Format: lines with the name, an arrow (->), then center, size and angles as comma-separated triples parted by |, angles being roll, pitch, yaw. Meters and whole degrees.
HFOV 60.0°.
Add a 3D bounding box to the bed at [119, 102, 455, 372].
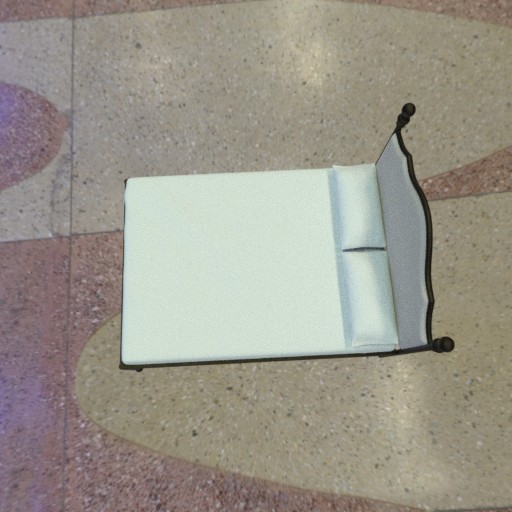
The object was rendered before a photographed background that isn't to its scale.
bed -> 0.000, 0.000, 3.432 | 2.224, 1.499, 1.642 | -3, 75, -1
